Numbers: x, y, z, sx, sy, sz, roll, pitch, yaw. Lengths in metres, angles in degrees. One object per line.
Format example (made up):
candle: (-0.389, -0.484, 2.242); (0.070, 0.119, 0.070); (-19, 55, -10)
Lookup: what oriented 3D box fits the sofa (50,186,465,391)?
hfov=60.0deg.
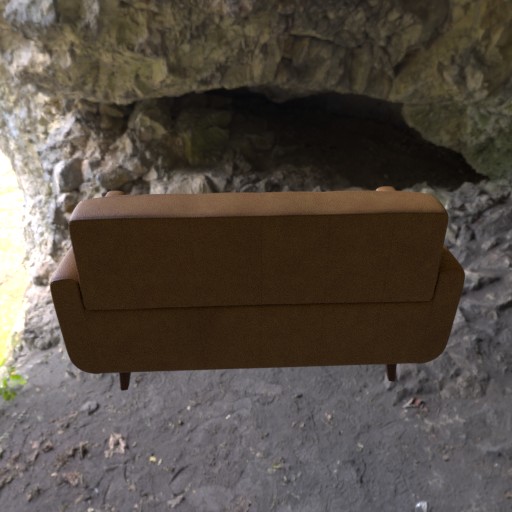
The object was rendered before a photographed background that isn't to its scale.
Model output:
sofa: (0.000, 0.000, 2.219); (1.651, 0.925, 0.952); (-1, 30, -2)
